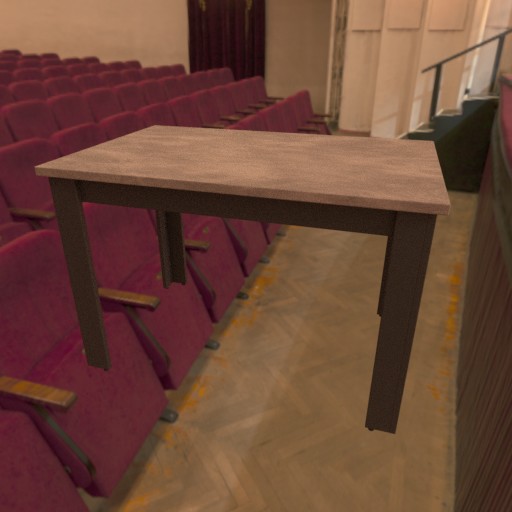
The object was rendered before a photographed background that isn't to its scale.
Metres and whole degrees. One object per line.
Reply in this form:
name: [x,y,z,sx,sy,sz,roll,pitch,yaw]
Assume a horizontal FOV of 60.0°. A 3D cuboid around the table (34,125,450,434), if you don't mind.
table: [0.000,0.000,1.572,1.100,0.734,0.700,8,27,15]
